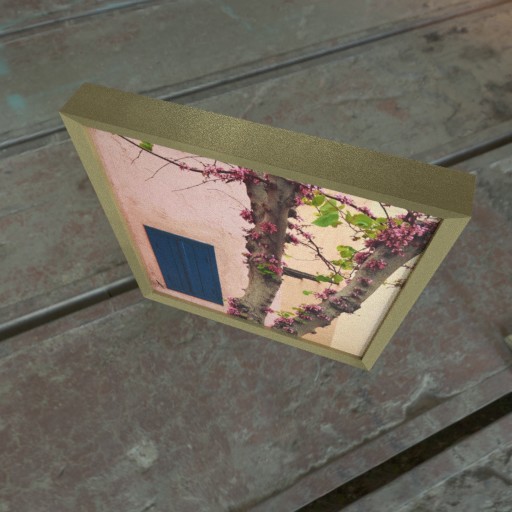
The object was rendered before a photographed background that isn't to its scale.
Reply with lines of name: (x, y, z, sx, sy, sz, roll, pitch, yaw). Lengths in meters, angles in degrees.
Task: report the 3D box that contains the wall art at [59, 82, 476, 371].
wall art: (0.000, 0.000, 0.447, 0.304, 0.305, 0.038, 16, 59, 10)
